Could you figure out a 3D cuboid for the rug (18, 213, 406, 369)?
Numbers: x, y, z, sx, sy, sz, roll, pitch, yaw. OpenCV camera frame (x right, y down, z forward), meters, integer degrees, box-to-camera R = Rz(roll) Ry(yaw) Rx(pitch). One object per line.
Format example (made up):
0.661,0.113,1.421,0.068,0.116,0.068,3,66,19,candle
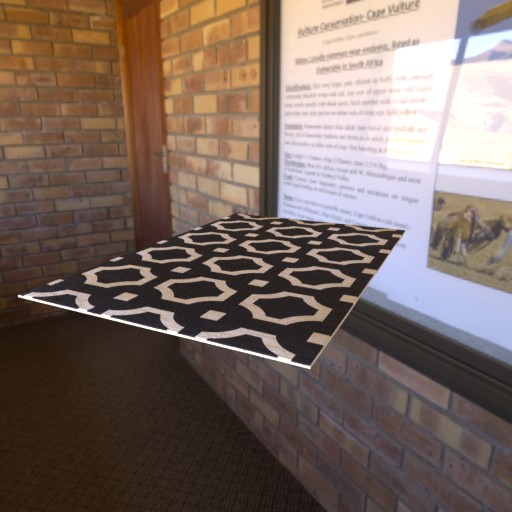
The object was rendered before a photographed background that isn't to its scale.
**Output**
0.000,0.000,2.890,1.555,0.016,2.286,8,19,25,rug
